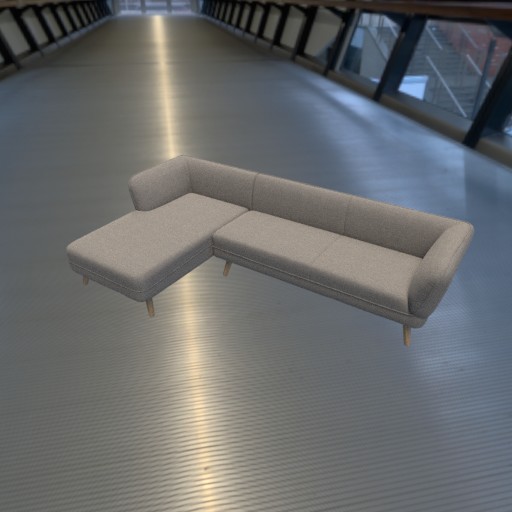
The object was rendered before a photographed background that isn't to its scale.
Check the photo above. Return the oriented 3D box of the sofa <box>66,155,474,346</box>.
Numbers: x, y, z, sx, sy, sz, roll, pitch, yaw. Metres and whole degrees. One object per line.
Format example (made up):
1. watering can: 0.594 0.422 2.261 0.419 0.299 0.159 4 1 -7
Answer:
1. sofa: 0.000 0.000 3.298 2.653 0.693 1.532 19 36 28
